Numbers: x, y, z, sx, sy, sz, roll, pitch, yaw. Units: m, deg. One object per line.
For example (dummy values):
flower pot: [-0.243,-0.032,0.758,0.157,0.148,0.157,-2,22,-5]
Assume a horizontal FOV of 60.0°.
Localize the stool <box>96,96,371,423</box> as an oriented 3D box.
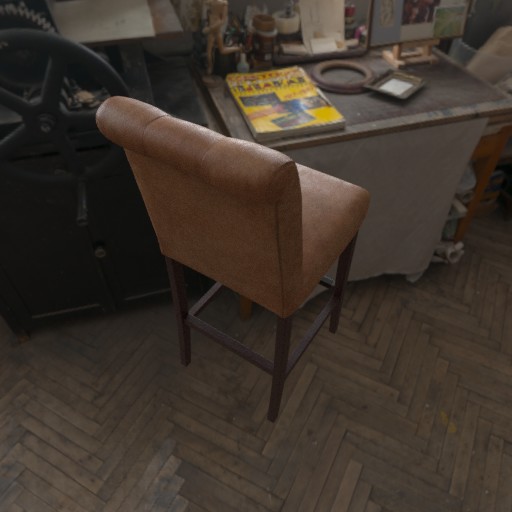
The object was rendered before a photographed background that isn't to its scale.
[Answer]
stool: [0.000,0.000,1.415,0.493,1.140,0.601,26,51,23]
